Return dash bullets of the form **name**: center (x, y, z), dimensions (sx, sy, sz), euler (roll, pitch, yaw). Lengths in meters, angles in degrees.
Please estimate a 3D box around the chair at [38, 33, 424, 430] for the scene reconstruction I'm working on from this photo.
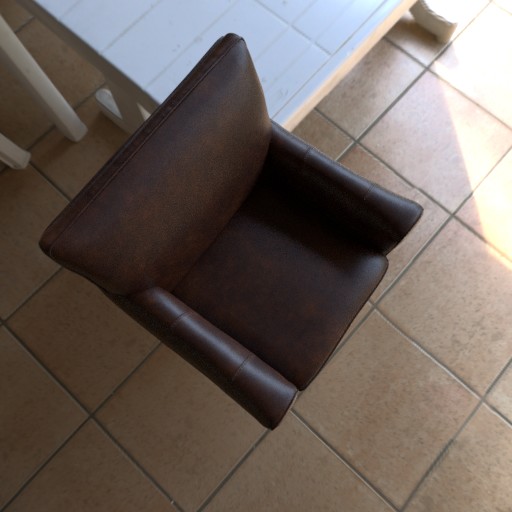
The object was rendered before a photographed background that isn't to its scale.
- **chair**: center (0.000, 0.000, 1.586), dimensions (0.823, 0.943, 0.870), euler (36, 78, 9)
